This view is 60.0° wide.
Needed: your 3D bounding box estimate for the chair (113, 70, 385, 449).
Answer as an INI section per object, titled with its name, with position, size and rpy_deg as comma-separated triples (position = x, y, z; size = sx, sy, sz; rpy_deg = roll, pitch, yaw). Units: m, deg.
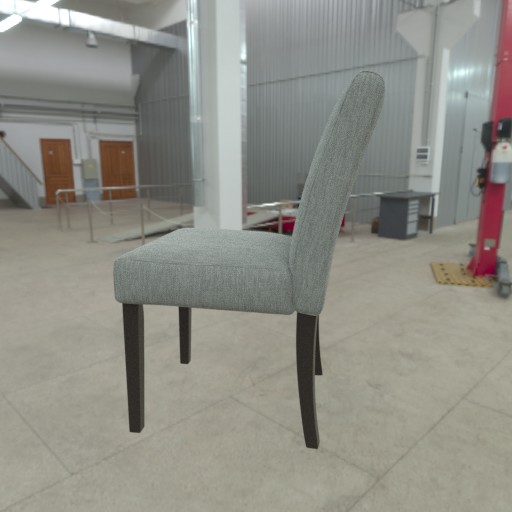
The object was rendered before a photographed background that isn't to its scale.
[chair]
position = 0.000, 0.000, 1.236
size = 0.629, 0.884, 0.487
rpy_deg = 2, 13, 9
